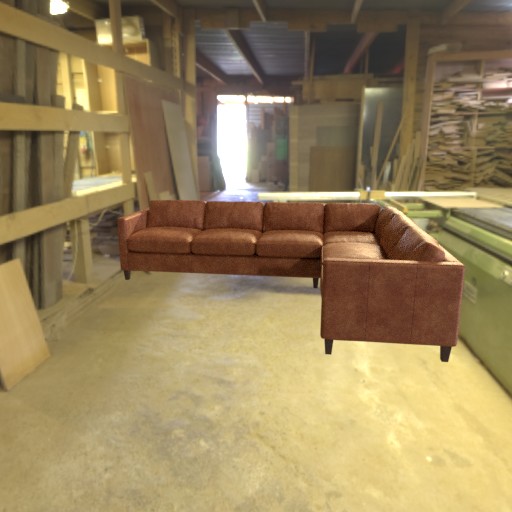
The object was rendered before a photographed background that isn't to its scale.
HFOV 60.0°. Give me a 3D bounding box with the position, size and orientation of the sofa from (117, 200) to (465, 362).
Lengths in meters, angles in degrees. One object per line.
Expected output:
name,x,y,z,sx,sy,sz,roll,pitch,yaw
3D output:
sofa,0.000,0.000,4.352,3.167,0.838,2.438,2,14,8
